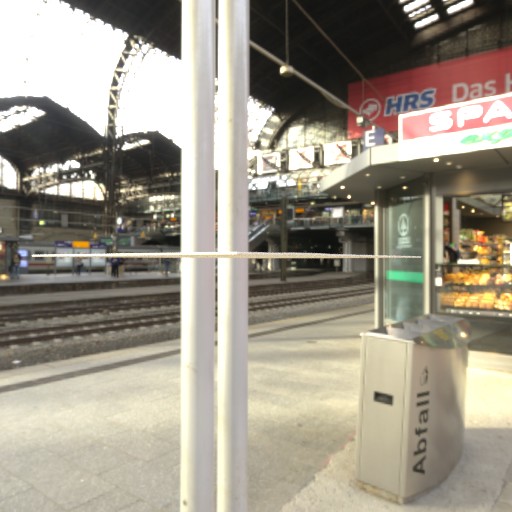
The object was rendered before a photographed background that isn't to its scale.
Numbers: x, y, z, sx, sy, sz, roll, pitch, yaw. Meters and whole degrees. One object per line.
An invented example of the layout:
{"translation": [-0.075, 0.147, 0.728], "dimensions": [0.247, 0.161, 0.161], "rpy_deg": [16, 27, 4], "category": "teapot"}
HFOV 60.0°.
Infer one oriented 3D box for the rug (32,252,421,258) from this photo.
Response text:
{"translation": [0.000, 0.000, 2.415], "dimensions": [1.232, 0.015, 1.825], "rpy_deg": [0, -1, 37], "category": "rug"}
